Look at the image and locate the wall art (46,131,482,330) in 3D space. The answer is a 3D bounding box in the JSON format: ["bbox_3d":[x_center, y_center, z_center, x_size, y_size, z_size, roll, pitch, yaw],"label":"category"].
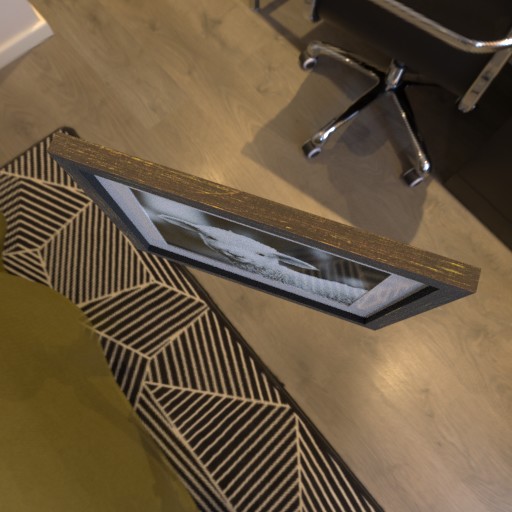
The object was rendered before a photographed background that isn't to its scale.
[{"bbox_3d":[0.000,0.000,0.769,0.558,0.457,0.032,19,76,5],"label":"wall art"}]
